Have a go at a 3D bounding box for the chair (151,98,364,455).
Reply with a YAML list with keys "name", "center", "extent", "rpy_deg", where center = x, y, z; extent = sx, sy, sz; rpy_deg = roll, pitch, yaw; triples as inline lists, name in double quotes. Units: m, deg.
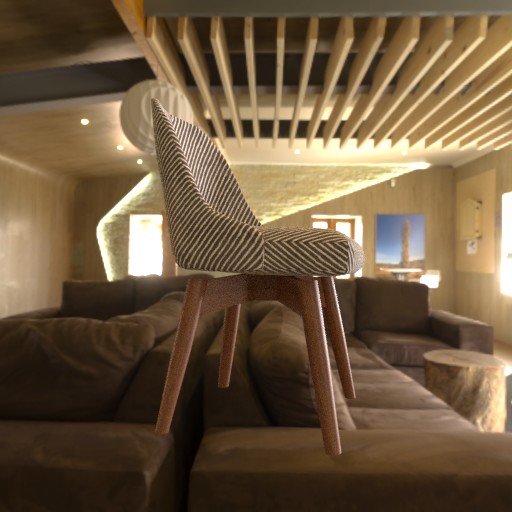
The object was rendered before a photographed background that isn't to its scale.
- name: "chair"
  center: [0.000, 0.000, 1.262]
  extent: [0.591, 0.883, 0.504]
  rpy_deg: [0, -1, 17]
